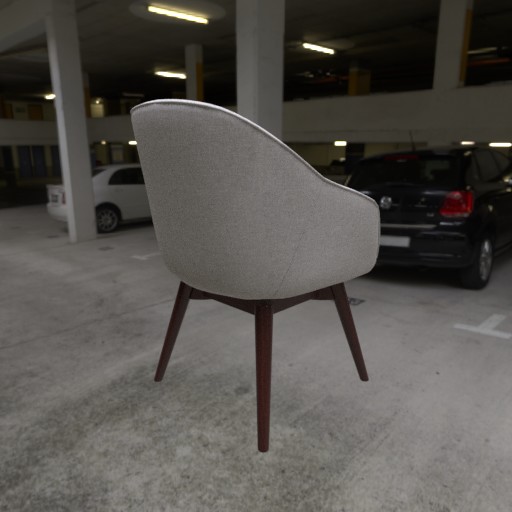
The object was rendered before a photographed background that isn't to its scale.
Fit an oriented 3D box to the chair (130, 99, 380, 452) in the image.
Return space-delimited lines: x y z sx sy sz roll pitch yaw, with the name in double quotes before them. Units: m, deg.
"chair" 0.000 0.000 1.289 0.596 0.823 0.635 14 20 43
